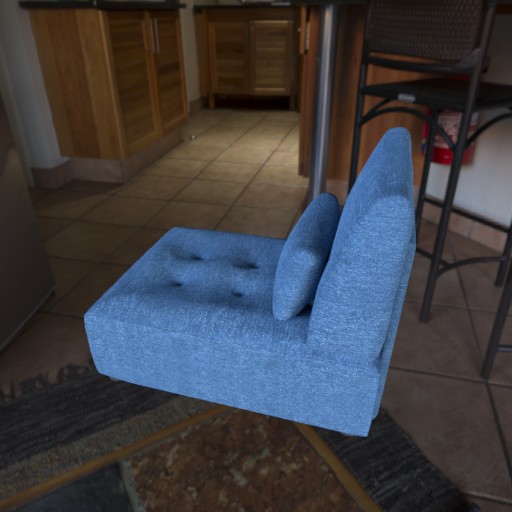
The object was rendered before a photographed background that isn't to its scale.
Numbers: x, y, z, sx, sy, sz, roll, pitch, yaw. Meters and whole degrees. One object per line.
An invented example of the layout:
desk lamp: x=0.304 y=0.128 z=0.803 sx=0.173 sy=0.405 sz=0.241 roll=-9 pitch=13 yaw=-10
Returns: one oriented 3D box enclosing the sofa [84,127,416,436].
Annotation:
sofa: x=0.000 y=0.000 z=1.584 sx=1.000 sy=0.820 sz=0.700 roll=8 pitch=31 yaw=14
